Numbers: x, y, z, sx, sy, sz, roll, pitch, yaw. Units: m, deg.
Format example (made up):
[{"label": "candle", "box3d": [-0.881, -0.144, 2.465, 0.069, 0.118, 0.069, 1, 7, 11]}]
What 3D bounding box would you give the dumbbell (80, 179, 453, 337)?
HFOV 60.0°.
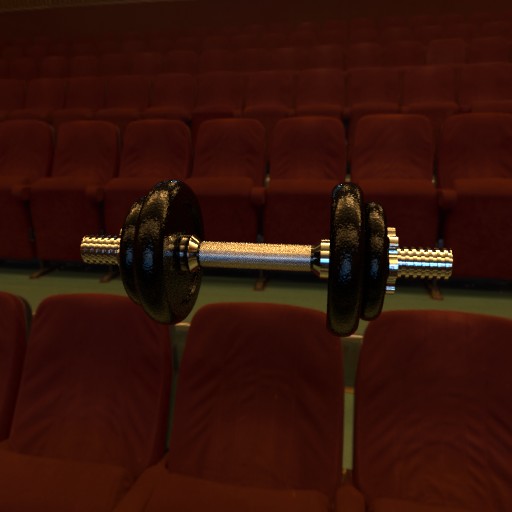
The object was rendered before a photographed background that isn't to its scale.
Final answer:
[{"label": "dumbbell", "box3d": [0.000, 0.000, 0.601, 0.497, 0.202, 0.202, 2, 14, 9]}]
